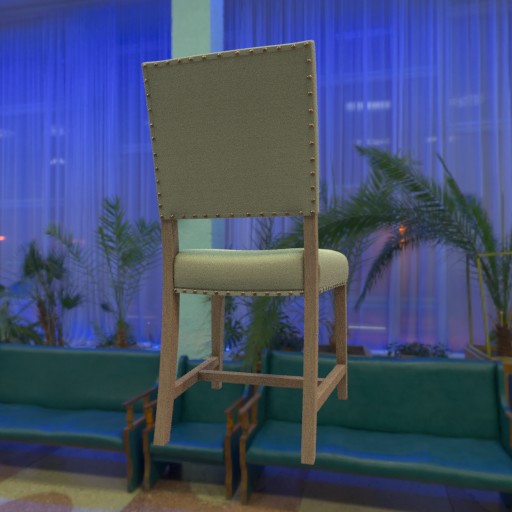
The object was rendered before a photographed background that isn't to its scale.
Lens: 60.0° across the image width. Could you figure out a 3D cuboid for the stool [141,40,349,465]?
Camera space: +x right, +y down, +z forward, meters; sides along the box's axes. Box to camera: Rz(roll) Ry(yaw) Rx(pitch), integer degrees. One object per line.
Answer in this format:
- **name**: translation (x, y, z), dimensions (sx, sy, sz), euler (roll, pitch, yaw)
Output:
- **stool**: translation (0.000, 0.000, 1.336), dimensions (0.508, 0.986, 0.623), euler (0, -1, 16)
